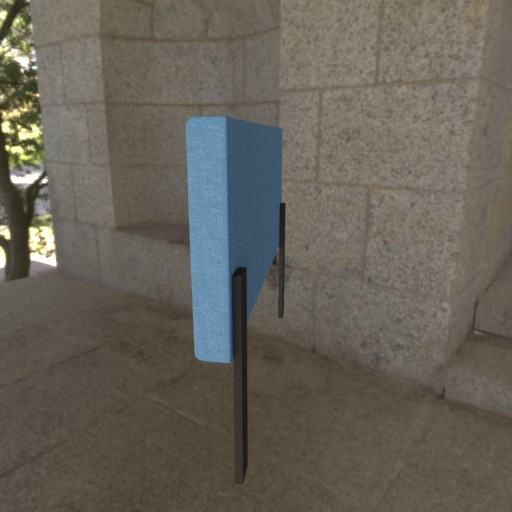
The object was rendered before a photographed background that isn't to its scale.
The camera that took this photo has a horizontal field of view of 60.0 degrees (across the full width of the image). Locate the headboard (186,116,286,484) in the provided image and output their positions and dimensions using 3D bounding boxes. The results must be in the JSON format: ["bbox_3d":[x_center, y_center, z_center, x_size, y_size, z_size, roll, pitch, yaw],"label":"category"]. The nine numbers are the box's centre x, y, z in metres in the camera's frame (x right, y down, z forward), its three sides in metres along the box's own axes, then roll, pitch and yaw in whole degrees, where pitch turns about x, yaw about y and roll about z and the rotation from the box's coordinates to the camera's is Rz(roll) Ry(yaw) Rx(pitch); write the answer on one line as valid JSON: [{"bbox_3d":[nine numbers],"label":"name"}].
[{"bbox_3d":[0.000,0.000,2.672,0.184,1.524,2.051,2,15,8],"label":"headboard"}]
